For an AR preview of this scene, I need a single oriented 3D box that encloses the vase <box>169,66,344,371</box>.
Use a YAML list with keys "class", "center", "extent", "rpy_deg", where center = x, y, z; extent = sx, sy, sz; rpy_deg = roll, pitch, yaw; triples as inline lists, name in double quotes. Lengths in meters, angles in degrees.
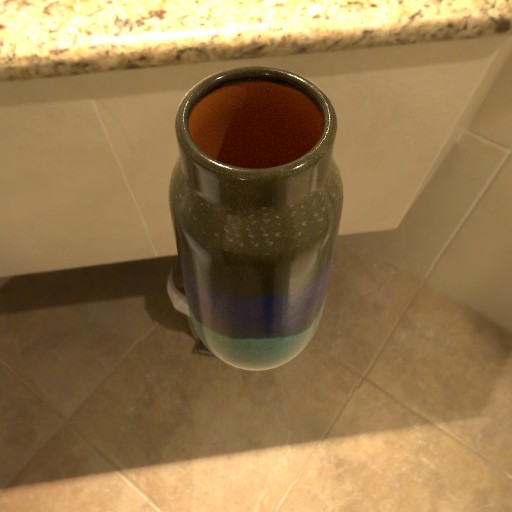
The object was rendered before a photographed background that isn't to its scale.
- class: "vase"
  center: [0.000, 0.000, 0.386]
  extent: [0.139, 0.313, 0.139]
  rpy_deg: [0, 59, 0]
